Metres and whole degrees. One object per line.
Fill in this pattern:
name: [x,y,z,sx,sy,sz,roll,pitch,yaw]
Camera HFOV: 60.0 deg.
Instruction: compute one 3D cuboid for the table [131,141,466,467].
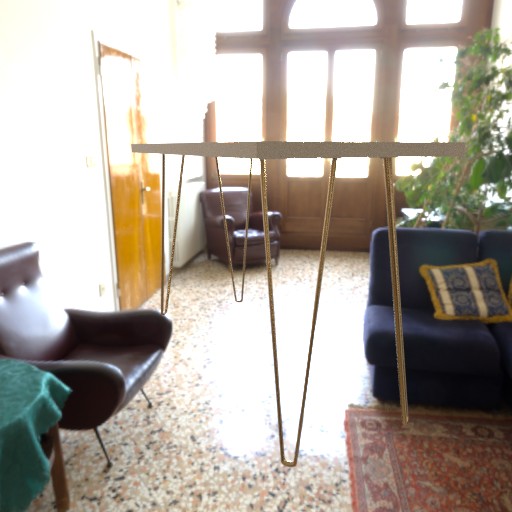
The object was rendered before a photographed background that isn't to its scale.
table: [0.000,0.000,1.340,0.498,0.660,0.991,-7,15,-26]
